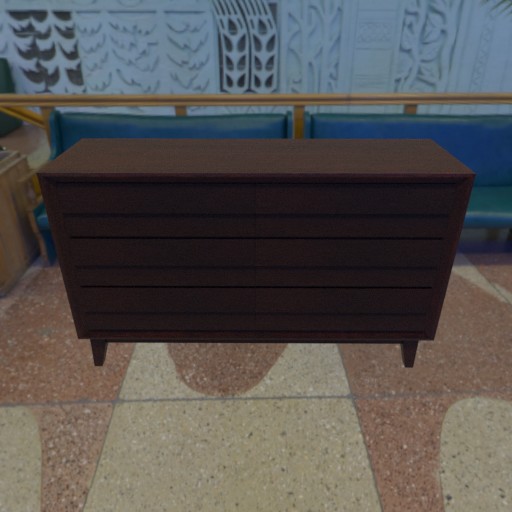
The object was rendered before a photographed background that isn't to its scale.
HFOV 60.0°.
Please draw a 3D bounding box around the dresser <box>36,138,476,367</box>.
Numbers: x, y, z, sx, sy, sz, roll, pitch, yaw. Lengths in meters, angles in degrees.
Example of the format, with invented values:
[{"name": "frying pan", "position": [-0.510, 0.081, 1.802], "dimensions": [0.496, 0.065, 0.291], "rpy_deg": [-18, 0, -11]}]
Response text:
[{"name": "dresser", "position": [0.000, 0.000, 2.074], "dimensions": [1.609, 0.971, 0.499], "rpy_deg": [0, 29, 0]}]
